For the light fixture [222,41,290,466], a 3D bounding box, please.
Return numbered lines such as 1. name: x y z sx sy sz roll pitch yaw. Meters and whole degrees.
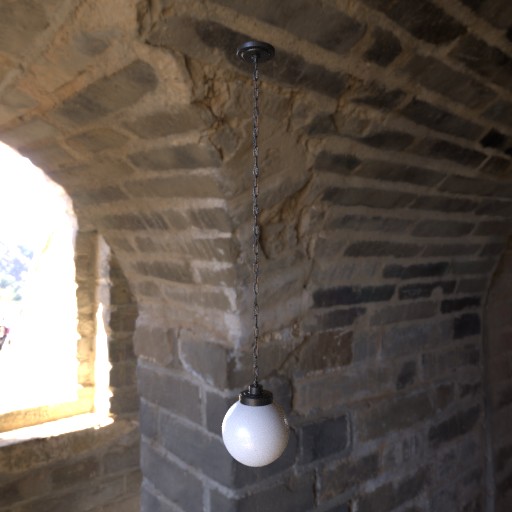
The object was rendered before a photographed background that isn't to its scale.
1. light fixture: 0.000 0.000 2.005 0.304 1.867 0.305 0 0 0
